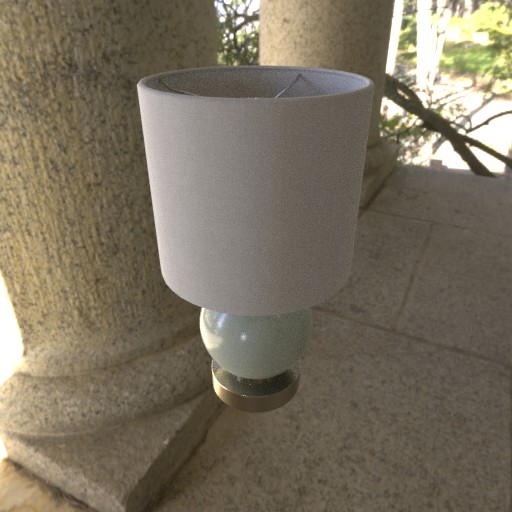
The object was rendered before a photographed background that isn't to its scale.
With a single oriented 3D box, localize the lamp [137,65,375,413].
[{"bbox_3d":[0.000,0.000,0.470,0.201,0.353,0.201,-1,29,-2],"label":"lamp"}]
